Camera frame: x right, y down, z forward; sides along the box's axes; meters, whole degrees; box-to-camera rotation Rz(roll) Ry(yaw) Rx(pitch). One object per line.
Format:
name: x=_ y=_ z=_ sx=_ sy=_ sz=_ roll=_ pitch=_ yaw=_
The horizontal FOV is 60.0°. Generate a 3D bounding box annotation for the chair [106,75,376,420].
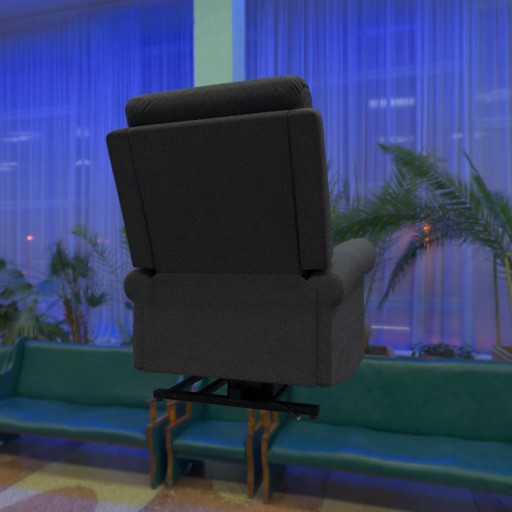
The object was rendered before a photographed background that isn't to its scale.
chair: x=0.000 y=0.000 z=1.734 sx=0.871 sy=1.031 sz=0.979 roll=0 pitch=0 yaw=18
